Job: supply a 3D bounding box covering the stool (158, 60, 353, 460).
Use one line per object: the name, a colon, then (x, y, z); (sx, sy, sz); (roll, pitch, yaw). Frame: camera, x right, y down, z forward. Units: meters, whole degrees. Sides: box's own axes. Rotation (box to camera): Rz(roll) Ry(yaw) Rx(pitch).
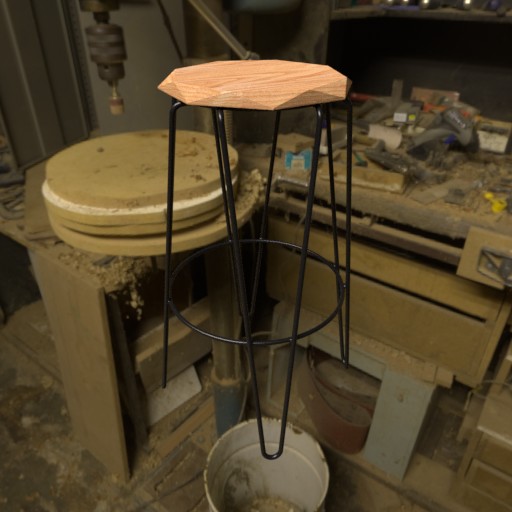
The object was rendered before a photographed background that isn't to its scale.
stool: (0.000, 0.000, 0.790); (0.326, 0.610, 0.326); (22, 38, 31)
